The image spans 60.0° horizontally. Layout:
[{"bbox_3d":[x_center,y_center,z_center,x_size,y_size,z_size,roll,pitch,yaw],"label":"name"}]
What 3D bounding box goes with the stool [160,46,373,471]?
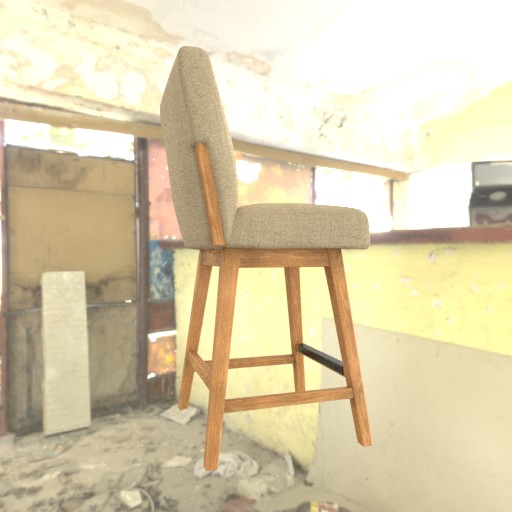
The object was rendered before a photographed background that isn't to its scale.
[{"bbox_3d":[0.000,0.000,1.317,0.526,1.010,0.459,0,0,-18],"label":"stool"}]
